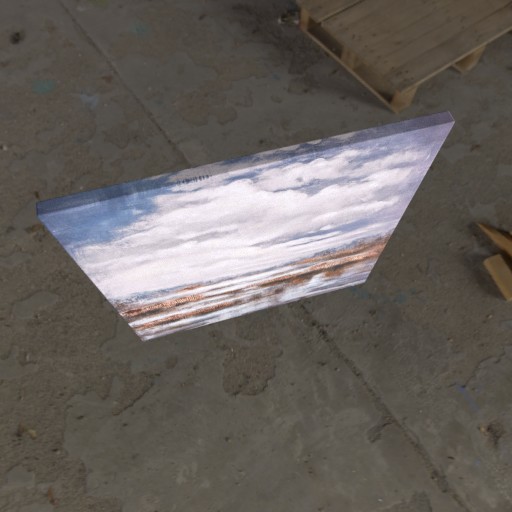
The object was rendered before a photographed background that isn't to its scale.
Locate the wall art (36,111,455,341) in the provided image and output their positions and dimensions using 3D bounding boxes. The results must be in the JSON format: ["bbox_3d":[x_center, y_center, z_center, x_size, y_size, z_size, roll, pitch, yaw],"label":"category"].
[{"bbox_3d":[0.000,0.000,1.314,0.888,0.897,0.035,-14,65,-7],"label":"wall art"}]
